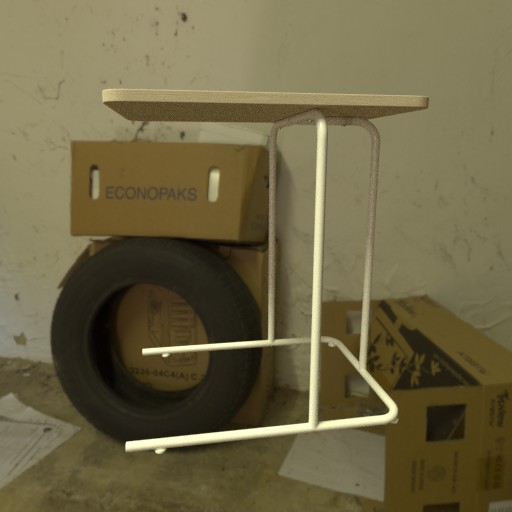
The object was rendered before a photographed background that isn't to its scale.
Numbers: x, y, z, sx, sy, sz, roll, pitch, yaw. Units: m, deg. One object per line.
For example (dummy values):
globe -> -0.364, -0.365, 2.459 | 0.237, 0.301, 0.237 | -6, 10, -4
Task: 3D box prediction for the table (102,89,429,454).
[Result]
table -> 0.000, 0.000, 0.855 | 0.480, 0.550, 0.370 | -2, 13, -10
